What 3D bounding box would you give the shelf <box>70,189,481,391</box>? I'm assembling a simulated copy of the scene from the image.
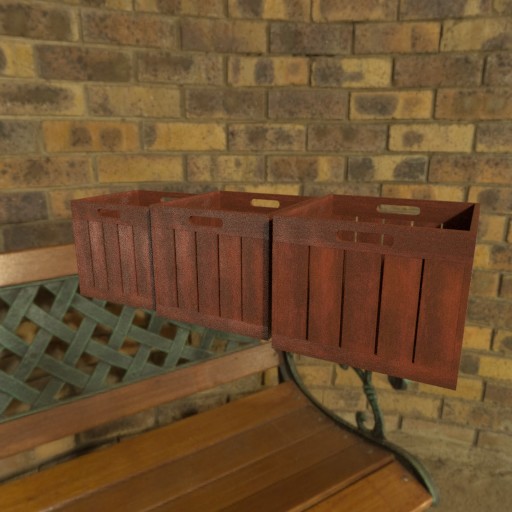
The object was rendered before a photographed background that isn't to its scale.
[{"bbox_3d":[0.000,0.000,1.214,1.064,0.311,0.393,8,17,26],"label":"shelf"}]
